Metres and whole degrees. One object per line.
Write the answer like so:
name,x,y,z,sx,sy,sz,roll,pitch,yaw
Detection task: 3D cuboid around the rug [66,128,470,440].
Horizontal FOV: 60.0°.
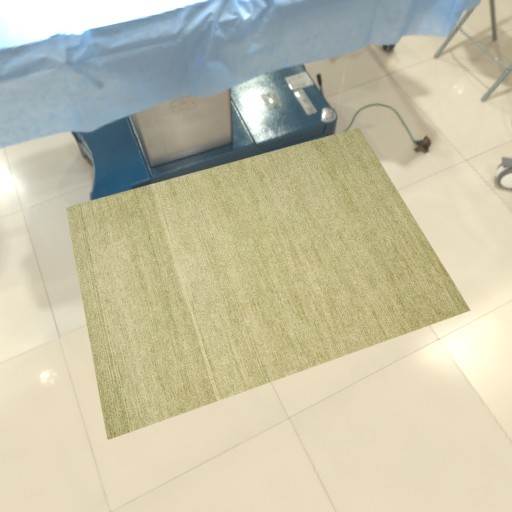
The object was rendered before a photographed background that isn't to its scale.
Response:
rug,0.000,0.000,2.935,2.270,0.017,1.606,-17,64,-9
